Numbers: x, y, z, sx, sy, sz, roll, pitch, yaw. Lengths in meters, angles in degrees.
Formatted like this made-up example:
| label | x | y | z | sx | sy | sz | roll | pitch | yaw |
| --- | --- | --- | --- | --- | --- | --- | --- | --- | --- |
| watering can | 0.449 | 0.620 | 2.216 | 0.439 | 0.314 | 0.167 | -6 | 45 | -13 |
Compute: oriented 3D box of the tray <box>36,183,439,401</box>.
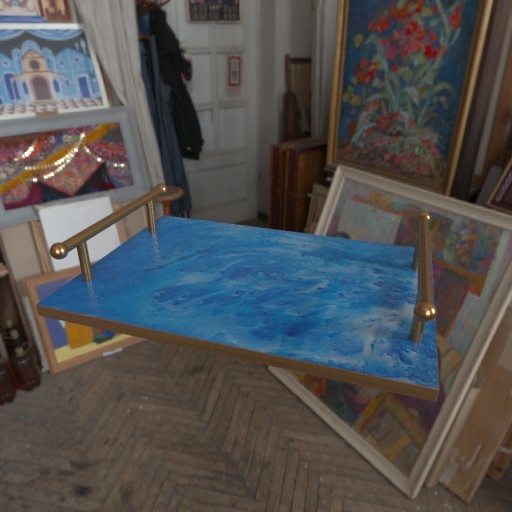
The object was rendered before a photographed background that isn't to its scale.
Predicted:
| label | x | y | z | sx | sy | sz | roll | pitch | yaw |
| --- | --- | --- | --- | --- | --- | --- | --- | --- | --- |
| tray | 0.000 | 0.000 | 0.573 | 0.444 | 0.084 | 0.304 | 8 | 28 | 16 |
